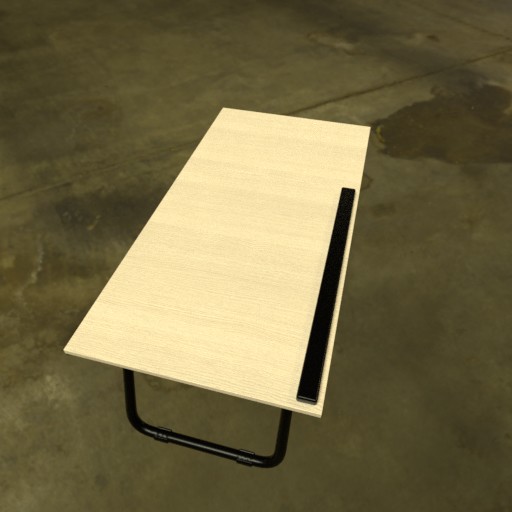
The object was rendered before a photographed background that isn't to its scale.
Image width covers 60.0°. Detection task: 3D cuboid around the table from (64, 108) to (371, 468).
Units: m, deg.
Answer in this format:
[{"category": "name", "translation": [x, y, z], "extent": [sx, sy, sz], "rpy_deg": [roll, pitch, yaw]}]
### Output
[{"category": "table", "translation": [0.000, 0.000, 0.813], "extent": [0.322, 0.242, 0.644], "rpy_deg": [11, 47, 10]}]
